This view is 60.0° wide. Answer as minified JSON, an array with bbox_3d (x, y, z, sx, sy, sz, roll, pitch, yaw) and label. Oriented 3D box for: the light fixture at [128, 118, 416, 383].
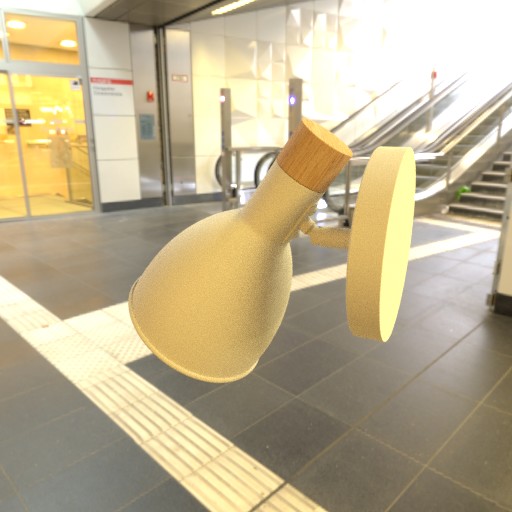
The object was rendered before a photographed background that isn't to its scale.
[{"bbox_3d":[0.000,0.000,0.337,0.209,0.199,0.127,7,17,25],"label":"light fixture"}]
